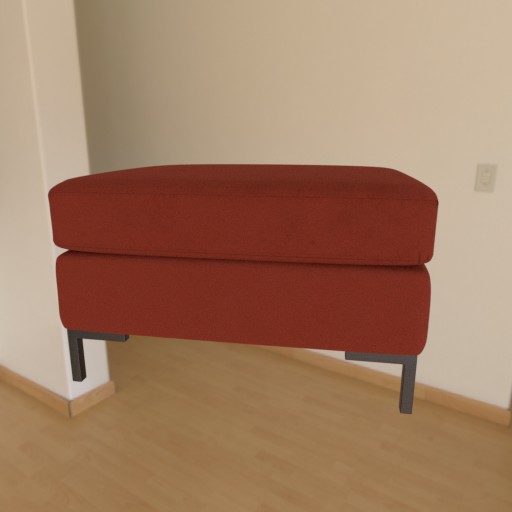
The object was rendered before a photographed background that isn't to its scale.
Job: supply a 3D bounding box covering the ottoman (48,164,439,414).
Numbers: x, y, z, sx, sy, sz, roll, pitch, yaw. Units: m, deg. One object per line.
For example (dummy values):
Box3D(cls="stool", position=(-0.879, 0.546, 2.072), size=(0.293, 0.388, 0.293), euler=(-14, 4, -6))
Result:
Box3D(cls="ottoman", position=(0.000, 0.000, 1.173), size=(0.782, 0.462, 0.650), euler=(2, 15, 10))
